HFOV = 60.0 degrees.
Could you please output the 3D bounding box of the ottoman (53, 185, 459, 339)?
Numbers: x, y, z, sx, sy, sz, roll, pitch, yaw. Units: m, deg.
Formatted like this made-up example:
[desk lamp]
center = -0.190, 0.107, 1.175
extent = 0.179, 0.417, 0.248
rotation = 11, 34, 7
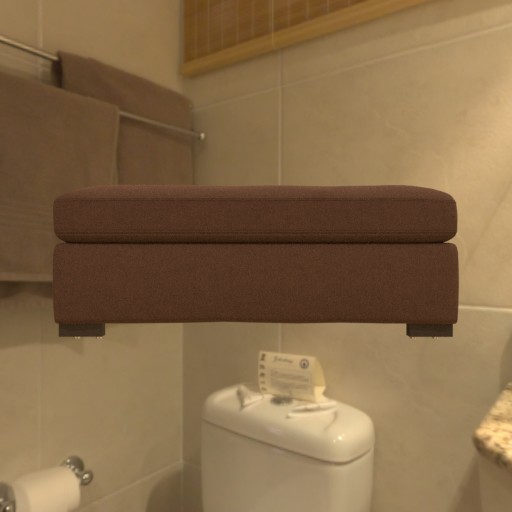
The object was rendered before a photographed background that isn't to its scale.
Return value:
[ottoman]
center = 0.000, 0.000, 1.827
extent = 1.181, 0.470, 1.181
rotation = 0, 0, 0
